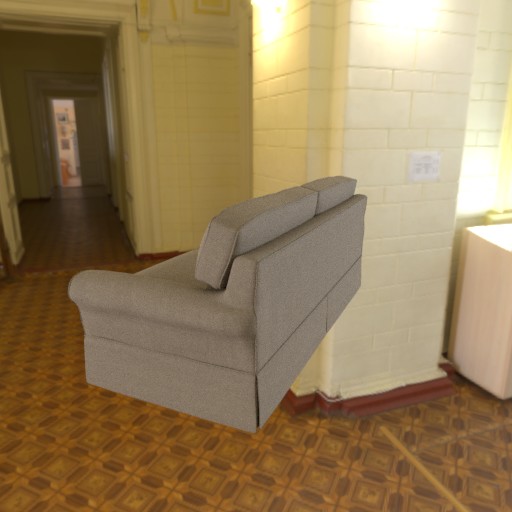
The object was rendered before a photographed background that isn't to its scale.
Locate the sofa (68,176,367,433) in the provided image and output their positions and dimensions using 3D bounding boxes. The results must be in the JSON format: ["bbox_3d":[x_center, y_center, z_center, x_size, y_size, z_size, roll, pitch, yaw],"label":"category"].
[{"bbox_3d":[0.000,0.000,2.871,0.991,0.943,2.248,7,17,24],"label":"sofa"}]
